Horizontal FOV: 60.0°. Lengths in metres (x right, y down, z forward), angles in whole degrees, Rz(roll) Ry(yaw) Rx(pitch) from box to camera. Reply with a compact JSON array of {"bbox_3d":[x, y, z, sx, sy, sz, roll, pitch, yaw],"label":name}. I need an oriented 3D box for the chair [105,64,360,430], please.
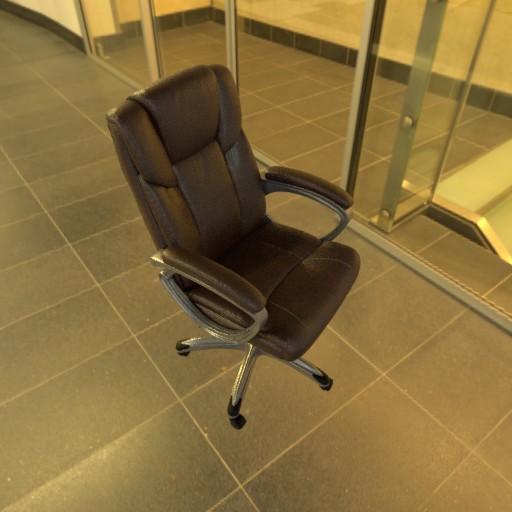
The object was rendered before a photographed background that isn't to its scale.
[{"bbox_3d":[0.000,0.000,1.551,0.692,1.128,0.656,23,45,24],"label":"chair"}]
